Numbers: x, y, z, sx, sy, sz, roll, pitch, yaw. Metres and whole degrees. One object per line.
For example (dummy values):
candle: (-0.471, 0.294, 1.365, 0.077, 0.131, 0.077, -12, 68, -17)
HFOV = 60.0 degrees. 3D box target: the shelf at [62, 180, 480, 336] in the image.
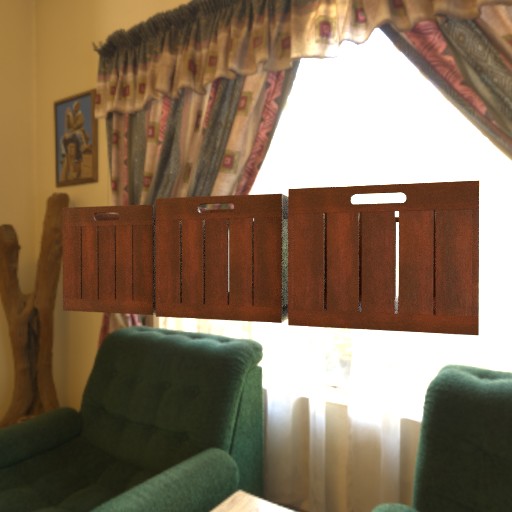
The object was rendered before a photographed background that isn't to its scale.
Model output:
shelf: (0.000, 0.000, 1.235, 1.064, 0.311, 0.393, 0, 1, 18)
